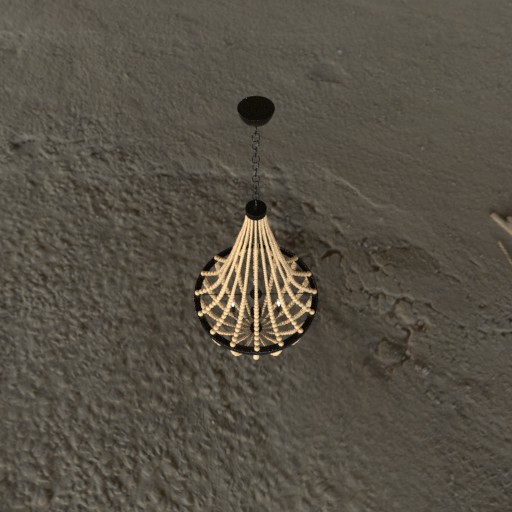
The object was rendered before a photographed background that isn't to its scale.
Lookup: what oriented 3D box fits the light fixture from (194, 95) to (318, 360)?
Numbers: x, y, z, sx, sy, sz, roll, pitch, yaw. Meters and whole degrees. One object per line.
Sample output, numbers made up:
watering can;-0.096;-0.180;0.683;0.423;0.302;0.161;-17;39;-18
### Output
light fixture;0.000;0.000;1.394;0.450;1.133;0.450;0;57;0
